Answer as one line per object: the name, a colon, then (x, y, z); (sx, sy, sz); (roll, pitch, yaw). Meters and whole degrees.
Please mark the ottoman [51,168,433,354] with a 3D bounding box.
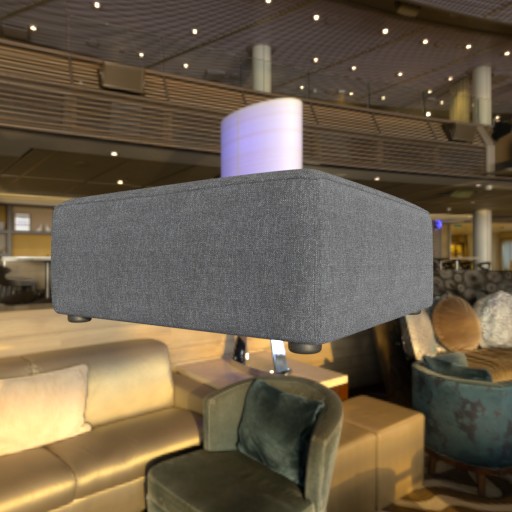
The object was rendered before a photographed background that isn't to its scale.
ottoman: (0.000, 0.000, 1.583); (1.000, 0.439, 1.000); (0, -1, 35)
